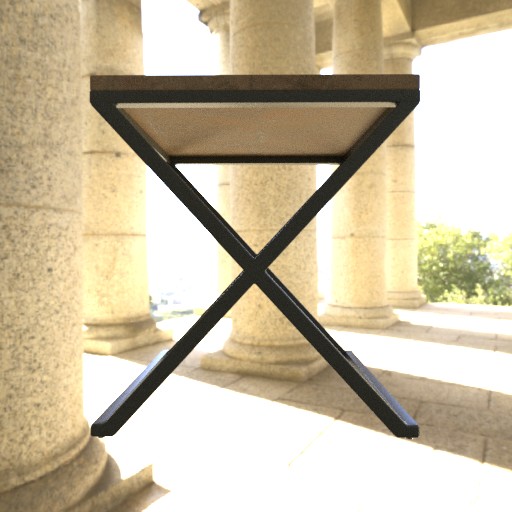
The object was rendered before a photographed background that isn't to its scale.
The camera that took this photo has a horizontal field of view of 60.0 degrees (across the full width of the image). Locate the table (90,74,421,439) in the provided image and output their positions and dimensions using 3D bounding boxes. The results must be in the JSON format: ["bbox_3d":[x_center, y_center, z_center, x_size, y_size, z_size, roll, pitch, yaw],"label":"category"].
[{"bbox_3d":[0.000,0.000,0.913,0.498,0.550,0.499,0,1,1],"label":"table"}]
